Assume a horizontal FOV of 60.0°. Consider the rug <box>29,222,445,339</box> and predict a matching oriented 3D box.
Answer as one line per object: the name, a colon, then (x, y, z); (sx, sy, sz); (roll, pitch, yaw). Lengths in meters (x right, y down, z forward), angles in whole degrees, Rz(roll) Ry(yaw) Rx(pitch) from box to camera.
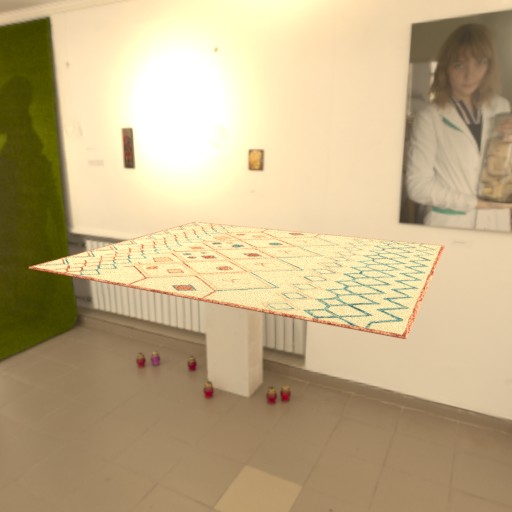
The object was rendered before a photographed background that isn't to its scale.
rug: (0.000, 0.000, 4.101); (3.050, 0.016, 2.441); (7, 16, 26)
